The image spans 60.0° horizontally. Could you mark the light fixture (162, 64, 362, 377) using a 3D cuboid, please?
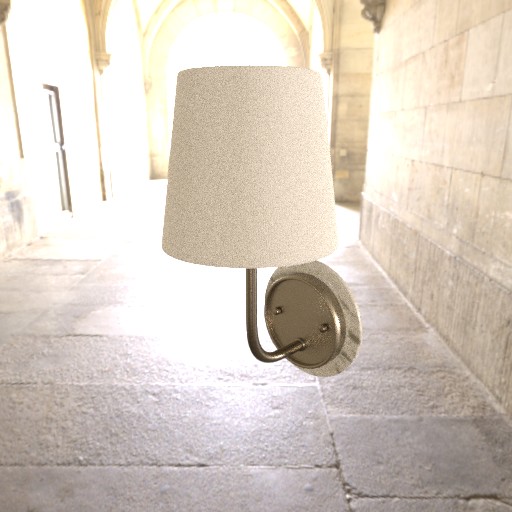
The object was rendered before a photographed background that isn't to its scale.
[{"bbox_3d":[0.000,0.000,0.444,0.168,0.337,0.188,15,22,43],"label":"light fixture"}]
